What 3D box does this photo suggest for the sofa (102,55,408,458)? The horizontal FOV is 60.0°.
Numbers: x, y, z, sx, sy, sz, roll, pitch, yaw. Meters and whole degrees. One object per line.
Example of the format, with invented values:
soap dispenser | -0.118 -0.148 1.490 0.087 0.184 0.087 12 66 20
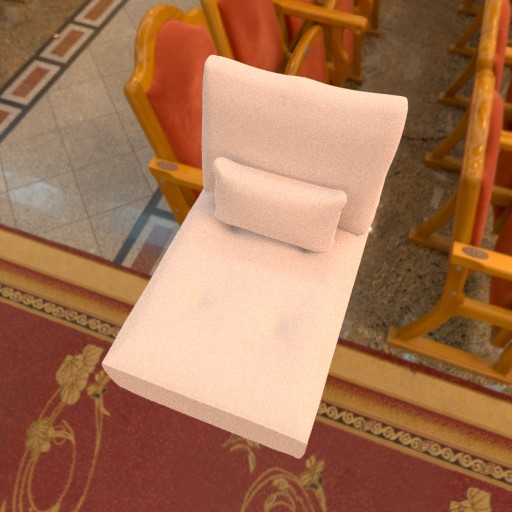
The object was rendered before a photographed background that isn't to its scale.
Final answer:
sofa | 0.000 0.000 1.518 0.700 0.820 1.000 17 59 11
